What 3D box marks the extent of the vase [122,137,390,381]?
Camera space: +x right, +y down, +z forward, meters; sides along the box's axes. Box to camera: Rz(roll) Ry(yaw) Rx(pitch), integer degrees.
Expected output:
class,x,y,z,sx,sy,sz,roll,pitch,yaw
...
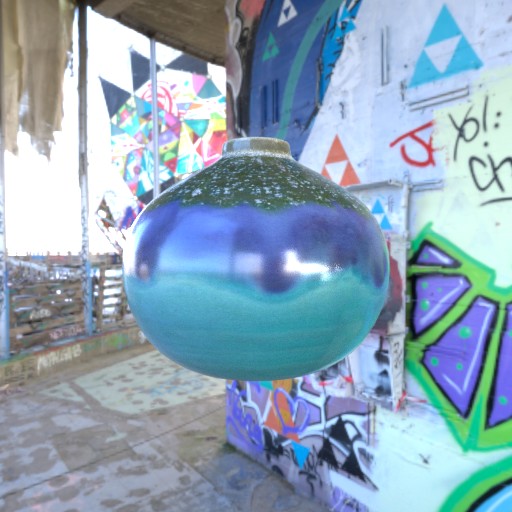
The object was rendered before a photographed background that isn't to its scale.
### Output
class,x,y,z,sx,sy,sz,roll,pitch,yaw
vase,0.000,0.000,0.266,0.154,0.133,0.154,0,1,0
